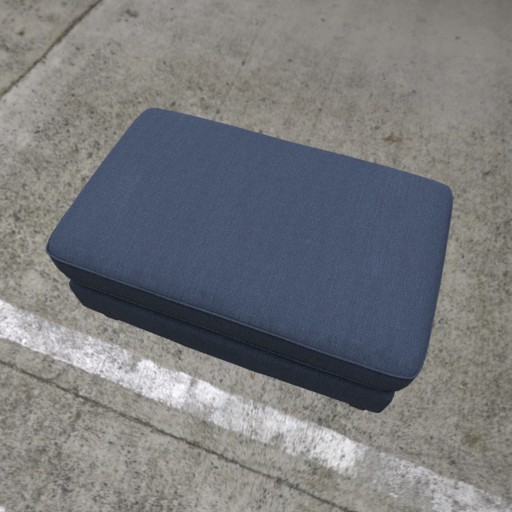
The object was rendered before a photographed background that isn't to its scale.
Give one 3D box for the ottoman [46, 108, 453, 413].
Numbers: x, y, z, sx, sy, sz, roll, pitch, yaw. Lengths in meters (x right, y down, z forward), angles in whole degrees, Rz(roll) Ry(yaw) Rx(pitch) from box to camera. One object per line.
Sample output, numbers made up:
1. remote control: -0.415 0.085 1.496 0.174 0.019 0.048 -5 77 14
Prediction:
1. ottoman: 0.000 0.000 1.210 0.885 0.438 0.570 18 60 10
